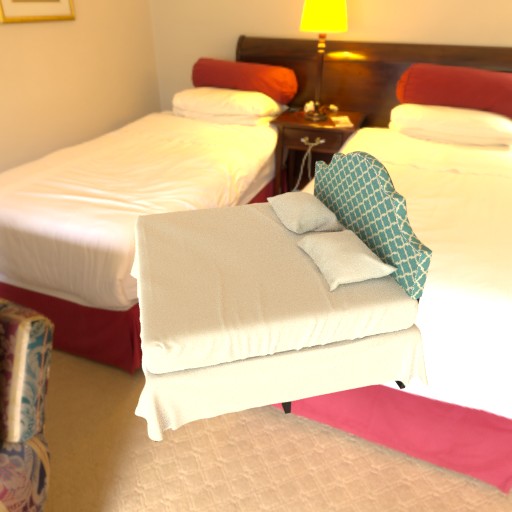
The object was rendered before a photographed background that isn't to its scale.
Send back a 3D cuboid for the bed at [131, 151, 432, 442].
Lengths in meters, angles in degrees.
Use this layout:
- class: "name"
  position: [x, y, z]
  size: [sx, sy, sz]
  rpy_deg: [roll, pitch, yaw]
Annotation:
- class: "bed"
  position: [0.000, 0.000, 3.777]
  size: [2.222, 1.601, 2.314]
  rpy_deg: [-7, 31, -12]
